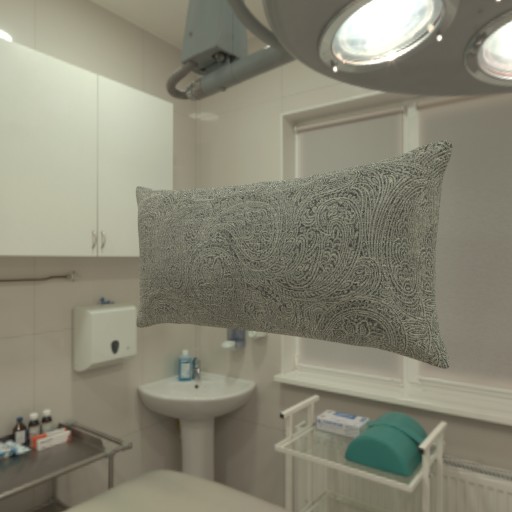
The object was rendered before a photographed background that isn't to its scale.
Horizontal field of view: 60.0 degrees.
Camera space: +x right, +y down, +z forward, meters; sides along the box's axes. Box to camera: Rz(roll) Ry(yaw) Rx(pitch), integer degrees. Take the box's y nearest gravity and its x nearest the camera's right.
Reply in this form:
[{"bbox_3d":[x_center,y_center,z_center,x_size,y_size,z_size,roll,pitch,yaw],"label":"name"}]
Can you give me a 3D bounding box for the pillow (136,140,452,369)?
[{"bbox_3d":[0.000,0.000,0.744,0.615,0.295,0.151,0,0,36],"label":"pillow"}]
